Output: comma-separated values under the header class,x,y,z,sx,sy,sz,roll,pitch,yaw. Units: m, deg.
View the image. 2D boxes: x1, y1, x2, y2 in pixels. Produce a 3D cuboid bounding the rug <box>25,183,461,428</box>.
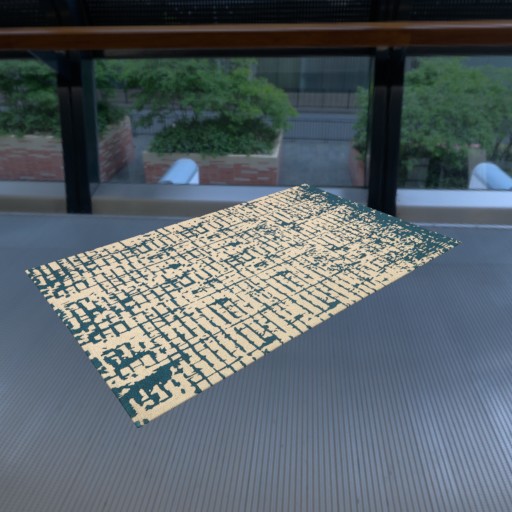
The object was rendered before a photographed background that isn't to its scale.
class,x,y,z,sx,sy,sz,roll,pitch,yaw
rug,0.000,0.000,2.894,2.435,0.011,1.517,-22,36,-34
